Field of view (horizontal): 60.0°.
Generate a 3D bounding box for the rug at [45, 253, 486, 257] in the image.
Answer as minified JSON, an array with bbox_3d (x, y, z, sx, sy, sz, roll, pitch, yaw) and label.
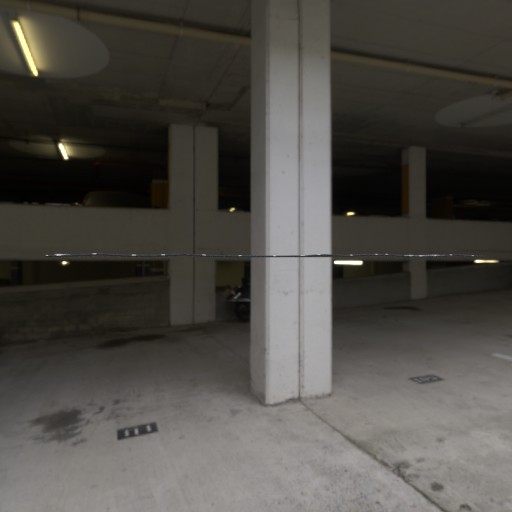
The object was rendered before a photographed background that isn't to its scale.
[{"bbox_3d":[0.000,0.000,3.025,2.448,0.017,1.529,0,0,-19],"label":"rug"}]
